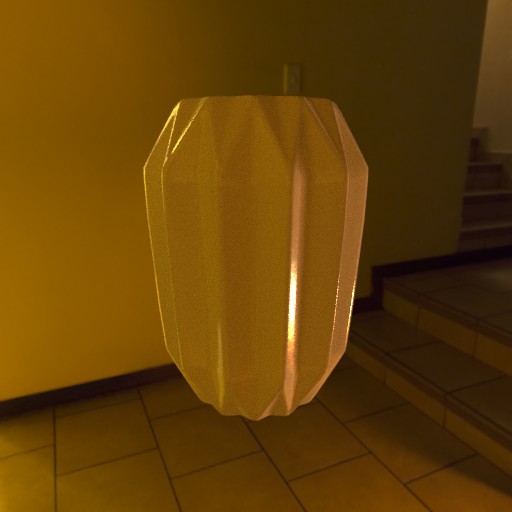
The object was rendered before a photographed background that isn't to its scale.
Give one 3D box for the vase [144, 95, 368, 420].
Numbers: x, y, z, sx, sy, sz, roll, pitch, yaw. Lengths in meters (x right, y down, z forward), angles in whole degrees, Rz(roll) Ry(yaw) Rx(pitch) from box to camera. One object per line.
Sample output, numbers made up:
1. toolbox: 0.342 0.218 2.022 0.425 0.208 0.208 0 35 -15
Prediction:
1. vase: 0.000 0.000 0.416 0.195 0.275 0.195 0 15 0
